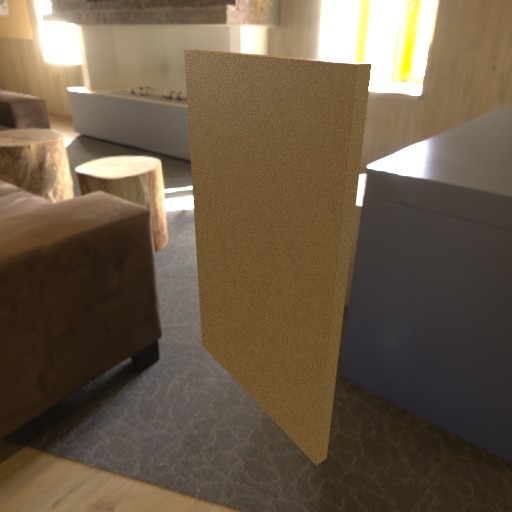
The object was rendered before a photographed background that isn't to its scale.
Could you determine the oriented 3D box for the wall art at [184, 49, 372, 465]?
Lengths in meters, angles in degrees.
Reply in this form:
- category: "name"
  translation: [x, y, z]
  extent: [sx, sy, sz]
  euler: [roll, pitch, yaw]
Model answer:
- category: "wall art"
  translation: [0.000, 0.000, 0.981]
  extent: [0.039, 0.810, 0.510]
  euler: [-18, 33, -31]
